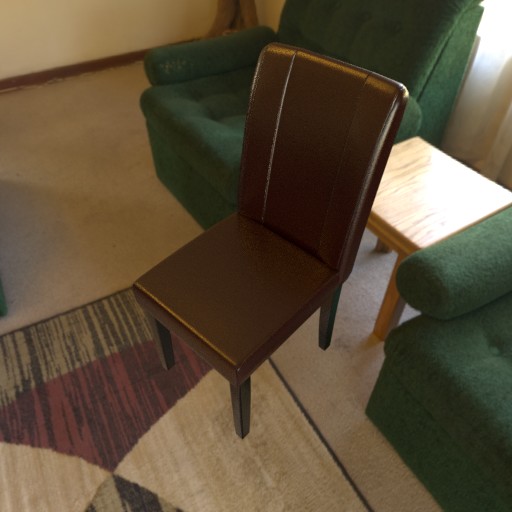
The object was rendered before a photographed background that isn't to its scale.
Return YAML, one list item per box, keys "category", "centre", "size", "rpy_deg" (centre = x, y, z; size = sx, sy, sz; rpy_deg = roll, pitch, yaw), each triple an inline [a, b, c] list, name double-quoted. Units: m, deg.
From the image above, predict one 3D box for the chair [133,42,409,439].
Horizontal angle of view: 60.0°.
- category: "chair"
  centre: [0.000, 0.000, 1.198]
  size: [0.399, 0.897, 0.556]
  rpy_deg: [33, 54, 28]
